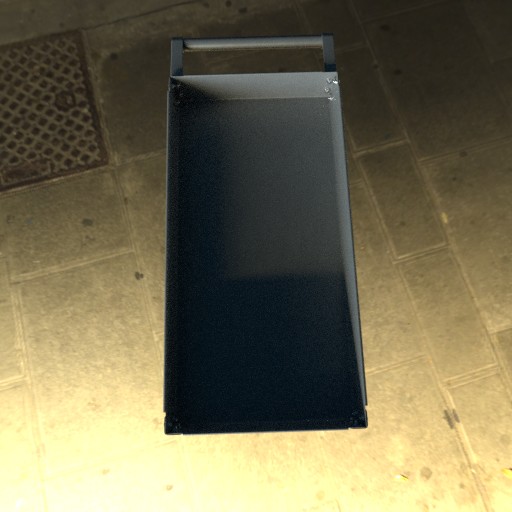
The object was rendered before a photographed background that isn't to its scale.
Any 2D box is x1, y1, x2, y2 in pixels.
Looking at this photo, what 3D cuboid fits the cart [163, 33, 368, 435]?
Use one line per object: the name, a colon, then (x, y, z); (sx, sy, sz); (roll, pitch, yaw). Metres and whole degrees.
cart: (0.000, 0.000, 1.160); (0.366, 0.719, 0.779); (-2, 77, 0)
